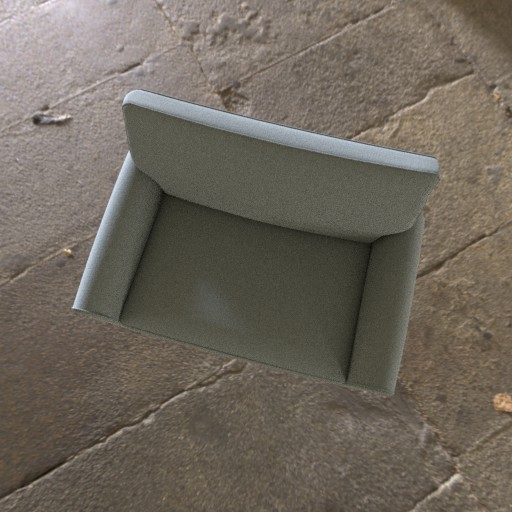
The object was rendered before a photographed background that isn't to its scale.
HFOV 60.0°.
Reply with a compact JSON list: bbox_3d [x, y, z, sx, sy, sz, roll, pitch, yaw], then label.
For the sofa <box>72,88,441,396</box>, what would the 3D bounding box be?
[{"bbox_3d":[0.000,0.000,2.043,1.410,0.953,0.940,14,76,4],"label":"sofa"}]
